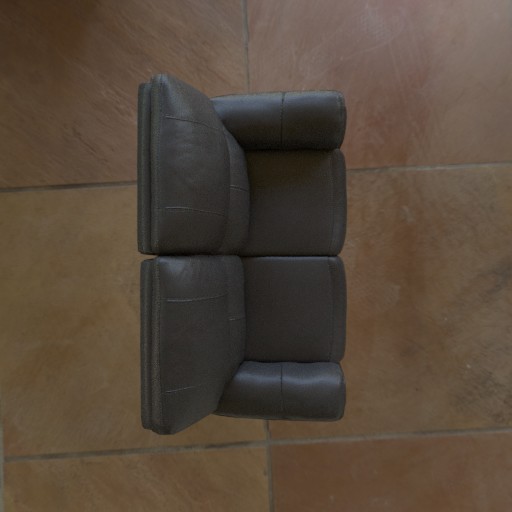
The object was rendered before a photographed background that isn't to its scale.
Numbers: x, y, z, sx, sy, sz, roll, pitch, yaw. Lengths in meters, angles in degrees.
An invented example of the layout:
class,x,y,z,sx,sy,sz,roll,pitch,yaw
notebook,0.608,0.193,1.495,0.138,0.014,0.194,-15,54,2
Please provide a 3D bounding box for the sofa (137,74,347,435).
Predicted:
class,x,y,z,sx,sy,sz,roll,pitch,yaw
sofa,0.000,0.000,2.481,1.104,1.111,1.765,0,90,0
